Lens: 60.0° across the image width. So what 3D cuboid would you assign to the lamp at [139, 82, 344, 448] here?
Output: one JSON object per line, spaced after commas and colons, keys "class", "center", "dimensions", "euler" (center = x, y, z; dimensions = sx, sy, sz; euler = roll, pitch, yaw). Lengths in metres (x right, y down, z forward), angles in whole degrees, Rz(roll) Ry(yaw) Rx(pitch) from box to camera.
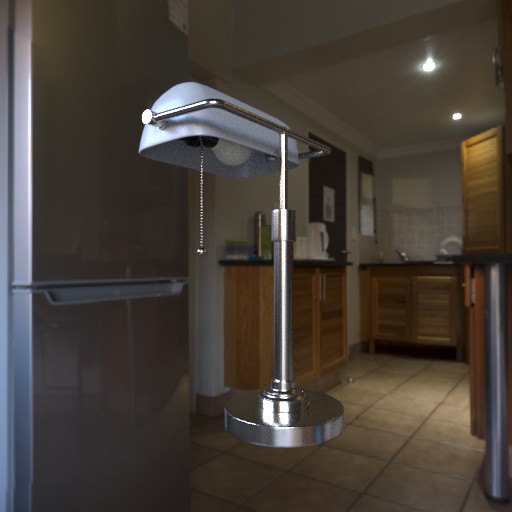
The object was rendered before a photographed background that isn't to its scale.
{"class": "lamp", "center": [0.000, 0.000, 0.562], "dimensions": [0.227, 0.404, 0.269], "euler": [0, 0, 36]}
